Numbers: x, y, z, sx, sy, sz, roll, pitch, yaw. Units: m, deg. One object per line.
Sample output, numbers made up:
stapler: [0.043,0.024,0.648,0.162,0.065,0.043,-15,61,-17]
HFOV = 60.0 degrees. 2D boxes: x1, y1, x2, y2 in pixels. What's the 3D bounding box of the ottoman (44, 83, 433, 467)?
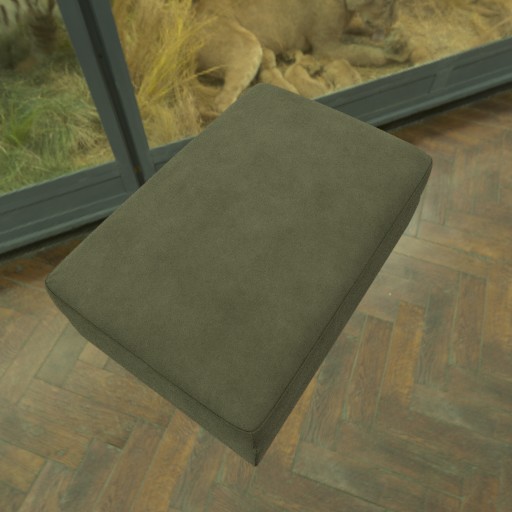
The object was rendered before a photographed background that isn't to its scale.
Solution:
ottoman: [0.000,0.000,1.196,0.584,0.483,0.864,30,62,18]
